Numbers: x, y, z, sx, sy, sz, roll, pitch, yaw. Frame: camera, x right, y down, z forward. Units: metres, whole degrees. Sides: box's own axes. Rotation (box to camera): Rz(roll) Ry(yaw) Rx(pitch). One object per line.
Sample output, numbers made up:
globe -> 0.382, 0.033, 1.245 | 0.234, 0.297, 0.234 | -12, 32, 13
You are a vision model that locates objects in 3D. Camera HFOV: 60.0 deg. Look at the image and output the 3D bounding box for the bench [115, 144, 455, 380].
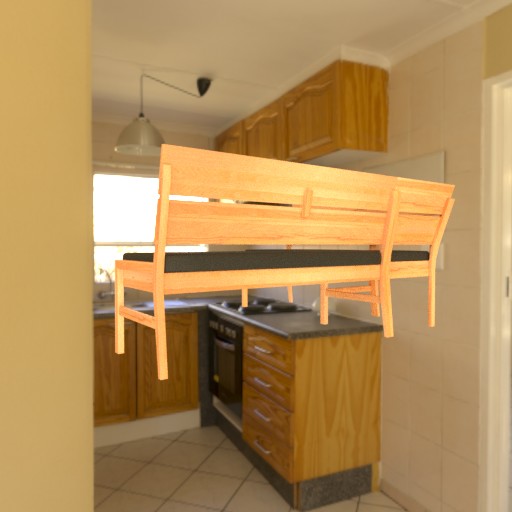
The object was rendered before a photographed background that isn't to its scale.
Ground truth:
bench -> 0.000, 0.000, 2.840 | 1.948, 0.890, 1.548 | -1, 2, -35
